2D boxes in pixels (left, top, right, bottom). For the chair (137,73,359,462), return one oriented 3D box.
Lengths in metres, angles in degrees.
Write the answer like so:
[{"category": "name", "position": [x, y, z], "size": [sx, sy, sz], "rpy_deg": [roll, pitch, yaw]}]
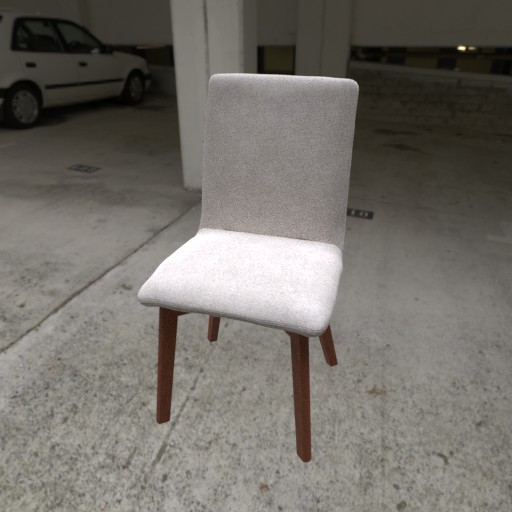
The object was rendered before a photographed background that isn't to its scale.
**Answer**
[{"category": "chair", "position": [0.000, 0.000, 1.325], "size": [0.522, 0.974, 0.563], "rpy_deg": [8, 27, 16]}]
